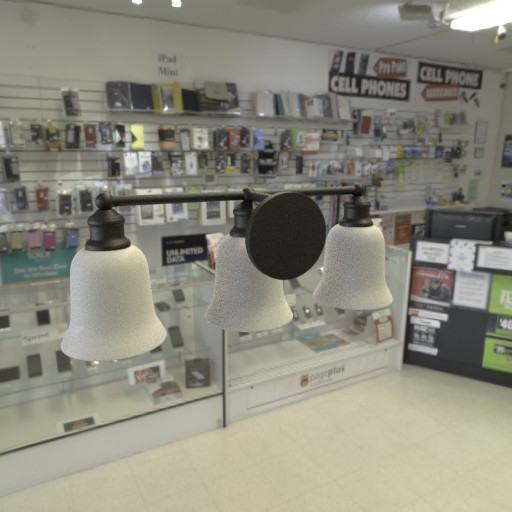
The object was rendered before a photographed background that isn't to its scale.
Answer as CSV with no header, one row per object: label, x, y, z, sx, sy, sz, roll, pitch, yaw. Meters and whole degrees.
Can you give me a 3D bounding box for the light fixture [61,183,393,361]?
light fixture,0.000,0.000,0.683,0.570,0.211,0.198,-6,15,-26
